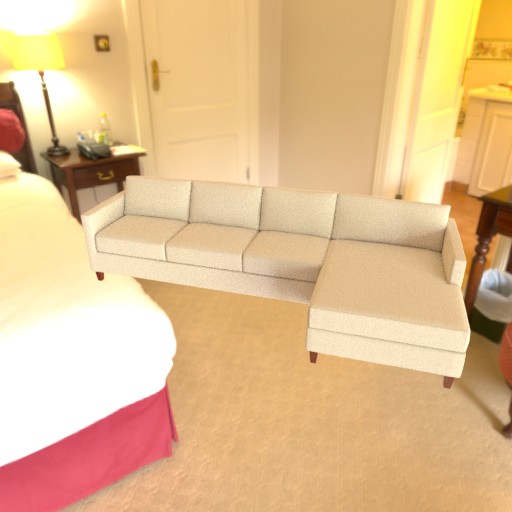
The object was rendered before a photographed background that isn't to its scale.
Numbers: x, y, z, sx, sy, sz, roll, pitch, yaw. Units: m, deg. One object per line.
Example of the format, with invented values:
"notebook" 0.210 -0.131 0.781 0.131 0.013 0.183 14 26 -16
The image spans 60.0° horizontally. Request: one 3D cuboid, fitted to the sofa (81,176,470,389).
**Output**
"sofa" 0.000 0.000 4.062 3.471 0.954 1.599 8 28 15
